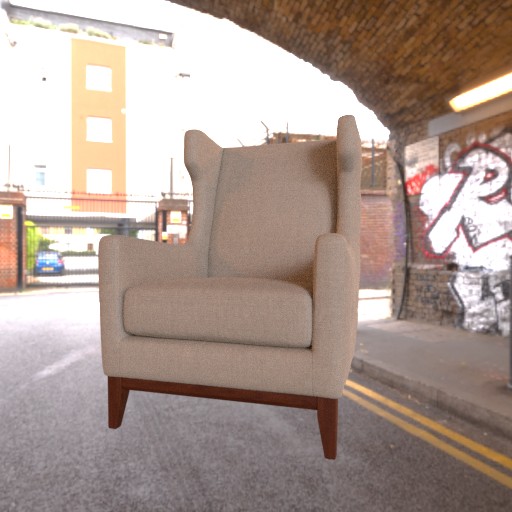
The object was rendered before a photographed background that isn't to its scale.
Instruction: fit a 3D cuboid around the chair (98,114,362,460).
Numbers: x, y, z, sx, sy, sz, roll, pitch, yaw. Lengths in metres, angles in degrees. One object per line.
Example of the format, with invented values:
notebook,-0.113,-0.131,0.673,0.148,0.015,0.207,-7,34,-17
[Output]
chair,0.000,0.000,1.660,0.778,1.079,0.899,0,0,18
